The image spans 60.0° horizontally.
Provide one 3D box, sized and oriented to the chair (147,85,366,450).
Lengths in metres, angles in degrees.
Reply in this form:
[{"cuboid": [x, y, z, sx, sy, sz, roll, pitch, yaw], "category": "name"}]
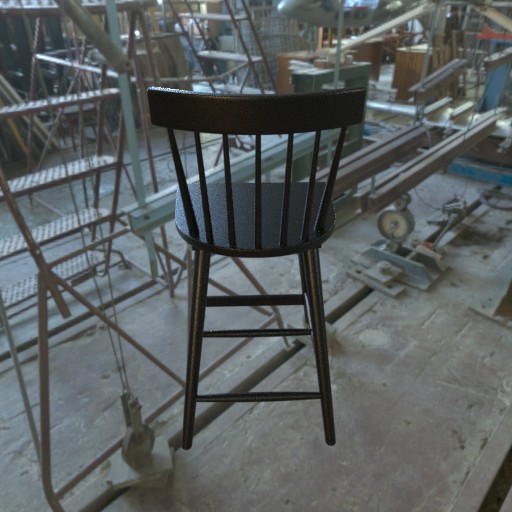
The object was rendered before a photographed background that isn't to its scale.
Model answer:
[{"cuboid": [0.000, 0.000, 1.273, 0.483, 0.952, 0.572, -1, 31, -2], "category": "chair"}]
